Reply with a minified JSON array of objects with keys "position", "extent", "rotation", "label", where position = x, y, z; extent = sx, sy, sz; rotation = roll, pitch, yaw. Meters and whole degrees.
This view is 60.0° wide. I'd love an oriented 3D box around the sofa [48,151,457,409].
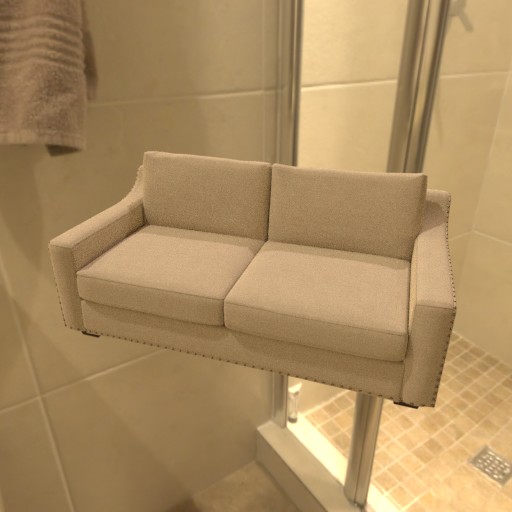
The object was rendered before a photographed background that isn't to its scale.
[{"position":[0.000,0.000,2.637],"extent":[2.107,0.983,1.104],"rotation":[8,27,16],"label":"sofa"}]
